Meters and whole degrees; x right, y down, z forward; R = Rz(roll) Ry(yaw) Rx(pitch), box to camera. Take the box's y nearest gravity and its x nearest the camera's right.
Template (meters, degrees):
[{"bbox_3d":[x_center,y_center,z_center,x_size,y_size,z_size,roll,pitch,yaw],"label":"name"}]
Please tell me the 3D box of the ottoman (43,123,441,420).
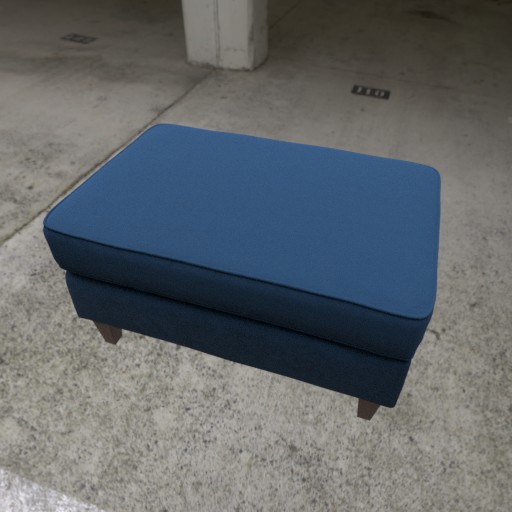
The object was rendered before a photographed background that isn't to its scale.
[{"bbox_3d":[0.000,0.000,1.213,0.862,0.484,0.583,13,43,14],"label":"ottoman"}]
